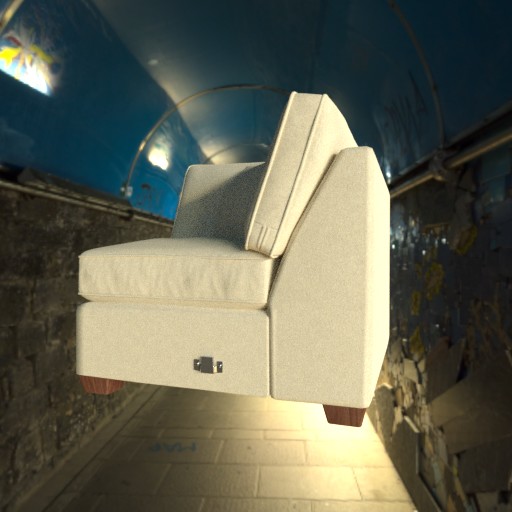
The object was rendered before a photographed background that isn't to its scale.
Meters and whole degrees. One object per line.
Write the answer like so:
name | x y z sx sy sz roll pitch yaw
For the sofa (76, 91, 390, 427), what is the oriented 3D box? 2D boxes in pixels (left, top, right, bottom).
sofa | 0.000 0.000 1.944 1.084 1.002 1.146 0 1 19
